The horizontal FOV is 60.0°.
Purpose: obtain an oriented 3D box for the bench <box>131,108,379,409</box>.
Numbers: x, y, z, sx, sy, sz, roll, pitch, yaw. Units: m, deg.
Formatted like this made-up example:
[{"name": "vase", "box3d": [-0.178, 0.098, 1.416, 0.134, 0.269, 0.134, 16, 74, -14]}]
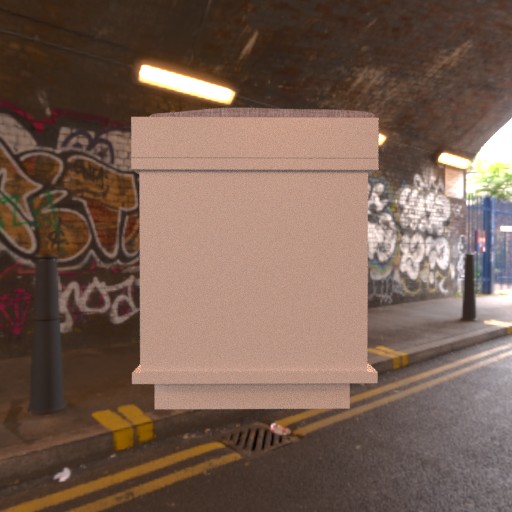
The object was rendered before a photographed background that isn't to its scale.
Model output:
[{"name": "bench", "box3d": [0.000, 0.000, 0.998, 0.362, 0.461, 0.734, 0, 1, -1]}]
